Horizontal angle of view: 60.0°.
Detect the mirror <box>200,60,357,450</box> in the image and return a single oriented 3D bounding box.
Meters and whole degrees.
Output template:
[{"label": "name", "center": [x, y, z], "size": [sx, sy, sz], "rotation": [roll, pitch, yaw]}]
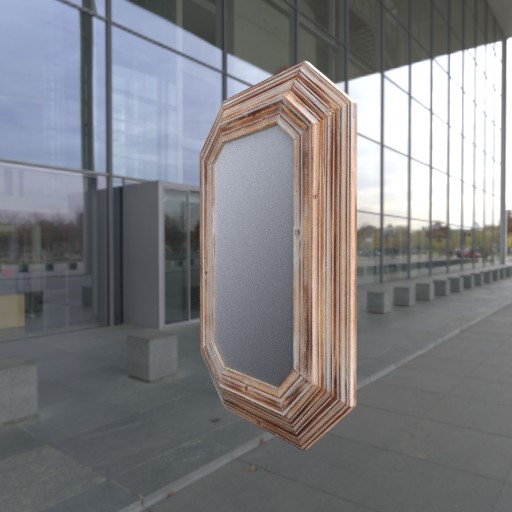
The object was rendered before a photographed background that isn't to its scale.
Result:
[{"label": "mirror", "center": [0.000, 0.000, 1.301], "size": [0.061, 1.015, 0.709], "rotation": [-1, 1, -36]}]
